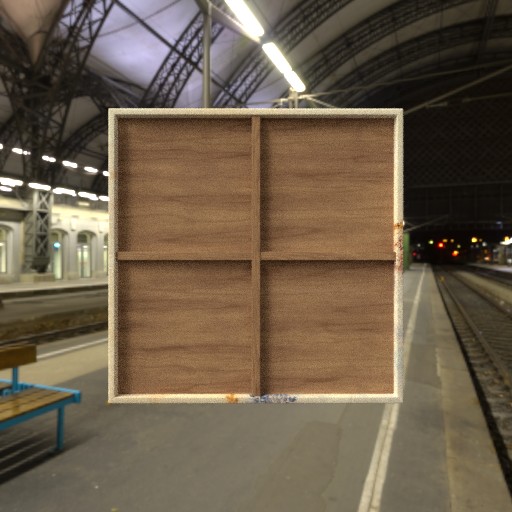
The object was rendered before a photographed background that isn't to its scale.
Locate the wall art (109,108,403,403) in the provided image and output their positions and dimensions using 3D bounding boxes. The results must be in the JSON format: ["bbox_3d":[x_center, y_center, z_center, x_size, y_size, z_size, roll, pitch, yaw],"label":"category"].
[{"bbox_3d":[0.000,0.000,1.627,1.061,1.061,0.071,0,0,0],"label":"wall art"}]
